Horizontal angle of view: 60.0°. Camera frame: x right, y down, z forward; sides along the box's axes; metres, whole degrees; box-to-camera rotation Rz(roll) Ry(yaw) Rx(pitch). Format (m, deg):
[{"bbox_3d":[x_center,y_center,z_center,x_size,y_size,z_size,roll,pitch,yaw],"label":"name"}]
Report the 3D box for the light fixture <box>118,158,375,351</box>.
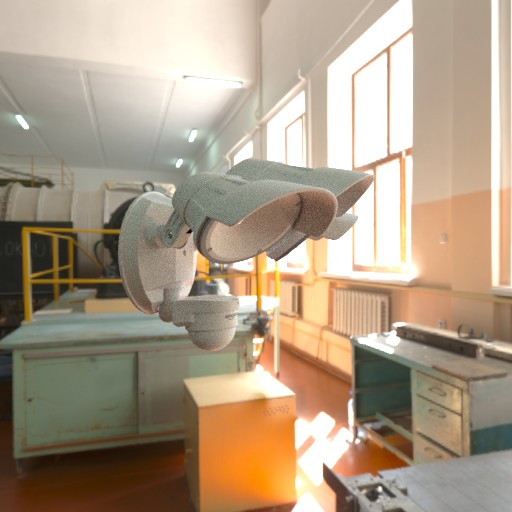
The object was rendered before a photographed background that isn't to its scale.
[{"bbox_3d":[0.000,0.000,0.538,0.278,0.237,0.369,0,0,19],"label":"light fixture"}]
